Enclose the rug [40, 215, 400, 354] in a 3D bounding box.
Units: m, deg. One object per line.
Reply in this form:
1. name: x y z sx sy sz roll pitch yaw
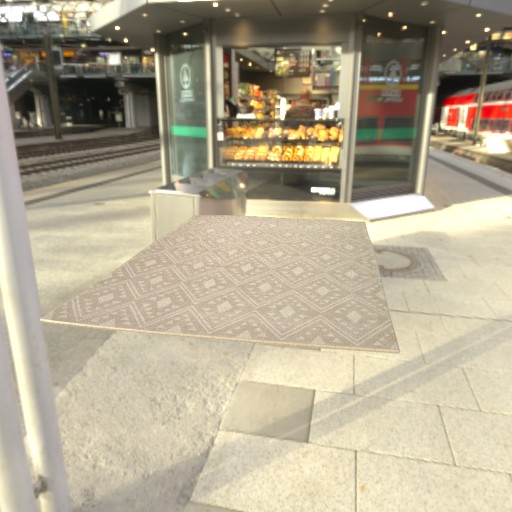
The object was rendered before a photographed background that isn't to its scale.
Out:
1. rug: 0.000 0.000 2.341 1.252 0.034 1.829 3 18 9
